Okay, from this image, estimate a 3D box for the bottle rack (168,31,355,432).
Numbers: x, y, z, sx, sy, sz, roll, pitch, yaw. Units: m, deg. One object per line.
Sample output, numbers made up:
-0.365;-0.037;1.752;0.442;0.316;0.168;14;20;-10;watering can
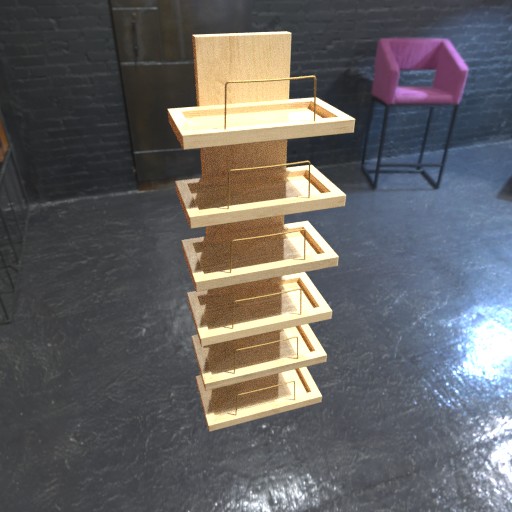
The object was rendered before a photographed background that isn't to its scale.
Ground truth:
0.000;0.000;1.067;0.330;0.943;0.206;-10;34;-14;bottle rack
